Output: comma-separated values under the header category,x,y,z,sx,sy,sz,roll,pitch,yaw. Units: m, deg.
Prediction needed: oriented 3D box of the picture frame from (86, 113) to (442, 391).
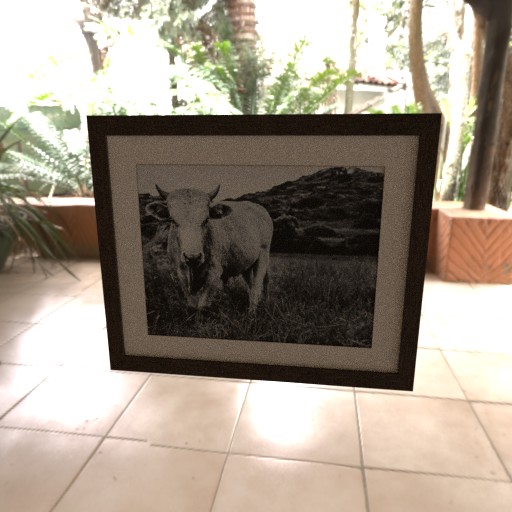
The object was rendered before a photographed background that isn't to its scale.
category,x,y,z,sx,sy,sz,roll,pitch,yaw
picture frame,0.000,0.000,0.748,0.546,0.455,0.026,2,15,7
